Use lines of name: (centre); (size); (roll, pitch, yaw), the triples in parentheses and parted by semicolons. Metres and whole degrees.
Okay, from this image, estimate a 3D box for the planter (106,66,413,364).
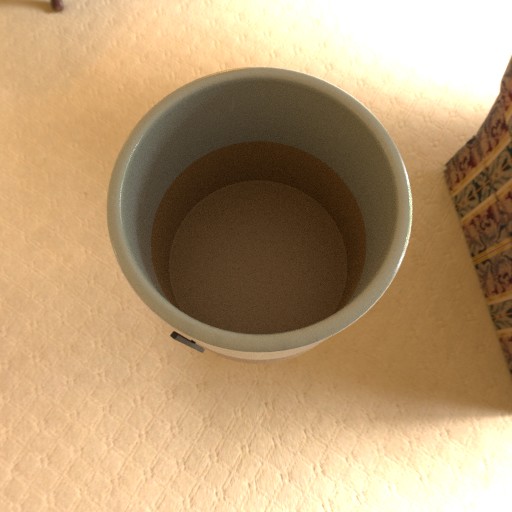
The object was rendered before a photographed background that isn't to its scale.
planter: (0.000, 0.000, 0.724); (0.348, 0.480, 0.360); (38, 78, 10)
